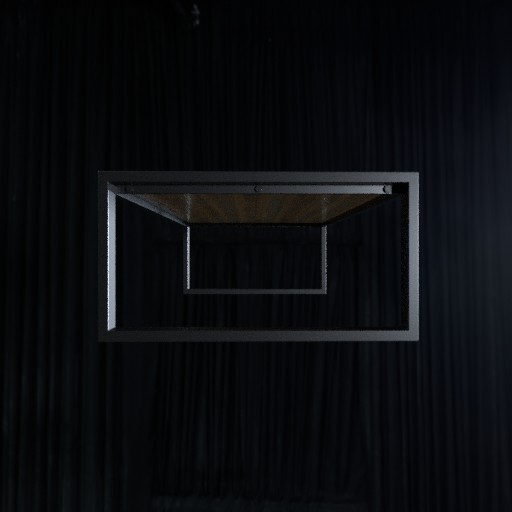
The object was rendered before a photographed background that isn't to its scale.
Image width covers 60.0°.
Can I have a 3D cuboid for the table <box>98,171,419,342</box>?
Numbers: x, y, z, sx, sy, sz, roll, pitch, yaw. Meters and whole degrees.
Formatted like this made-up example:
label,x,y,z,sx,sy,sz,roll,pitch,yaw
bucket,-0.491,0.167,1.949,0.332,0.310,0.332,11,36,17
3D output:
label,x,y,z,sx,sy,sz,roll,pitch,yaw
table,0.000,0.000,1.711,0.750,0.400,1.350,0,0,-1
